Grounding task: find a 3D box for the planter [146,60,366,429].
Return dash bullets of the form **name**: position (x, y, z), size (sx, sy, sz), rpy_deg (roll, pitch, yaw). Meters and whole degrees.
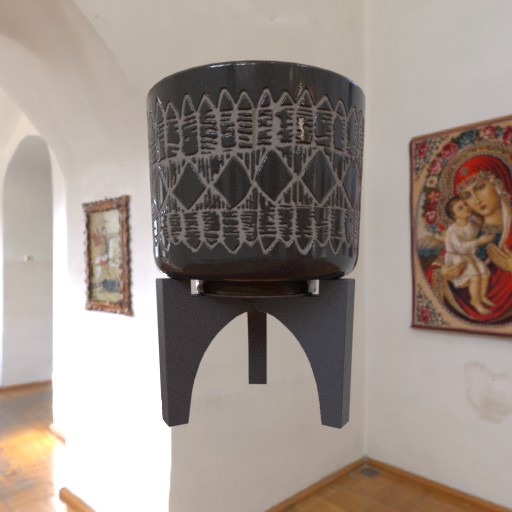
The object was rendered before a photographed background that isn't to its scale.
- **planter**: position (0.000, 0.000, 0.522), size (0.251, 0.355, 0.251), rpy_deg (0, 0, 1)
